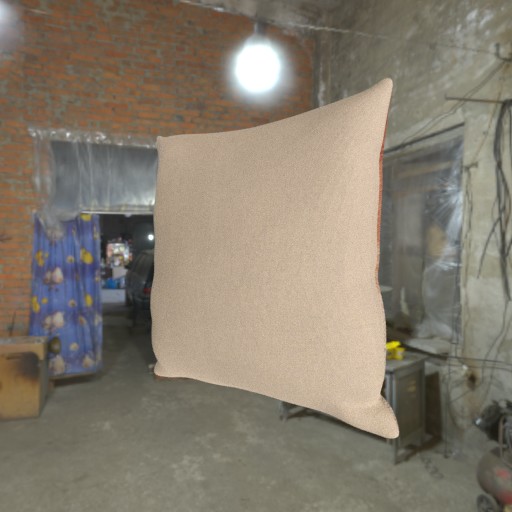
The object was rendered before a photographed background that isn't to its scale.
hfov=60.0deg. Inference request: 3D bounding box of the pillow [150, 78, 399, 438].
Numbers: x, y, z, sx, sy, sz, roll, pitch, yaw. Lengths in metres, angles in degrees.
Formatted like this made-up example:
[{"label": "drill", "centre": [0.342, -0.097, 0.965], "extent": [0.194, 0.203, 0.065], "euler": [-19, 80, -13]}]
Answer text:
[{"label": "pillow", "centre": [0.000, 0.000, 0.670], "extent": [0.440, 0.441, 0.182], "euler": [0, 1, 37]}]
